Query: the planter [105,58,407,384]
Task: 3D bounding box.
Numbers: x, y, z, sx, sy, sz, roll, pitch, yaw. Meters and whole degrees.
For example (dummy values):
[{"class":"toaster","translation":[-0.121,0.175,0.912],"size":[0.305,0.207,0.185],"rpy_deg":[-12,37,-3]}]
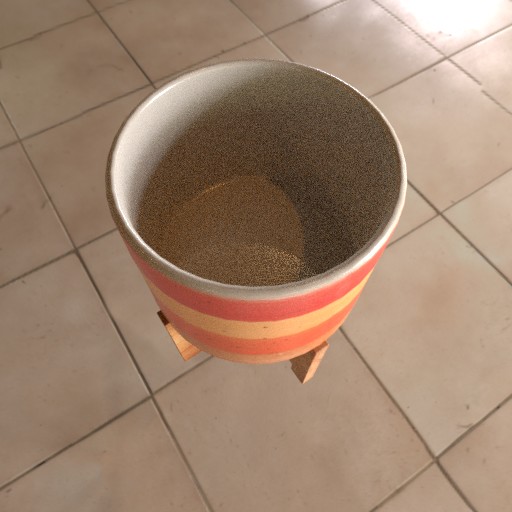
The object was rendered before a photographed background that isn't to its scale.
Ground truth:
[{"class":"planter","translation":[0.000,0.000,0.398],"size":[0.199,0.268,0.199],"rpy_deg":[0,62,0]}]
